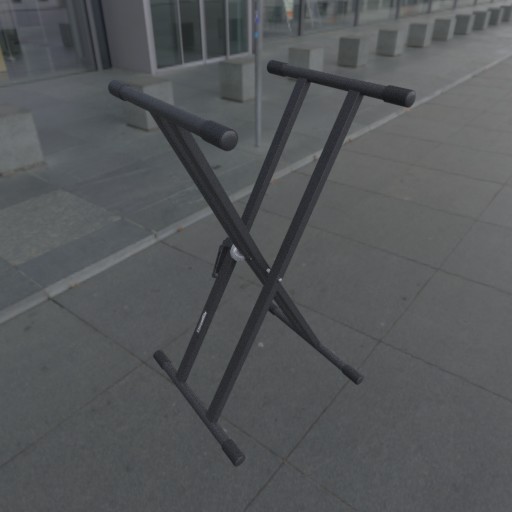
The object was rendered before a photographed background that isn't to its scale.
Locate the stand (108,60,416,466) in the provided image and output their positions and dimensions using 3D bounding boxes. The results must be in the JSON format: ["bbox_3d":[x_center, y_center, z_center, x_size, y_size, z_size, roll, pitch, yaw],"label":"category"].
[{"bbox_3d":[0.000,0.000,1.224,0.503,0.900,0.495,-22,38,-30],"label":"stand"}]
